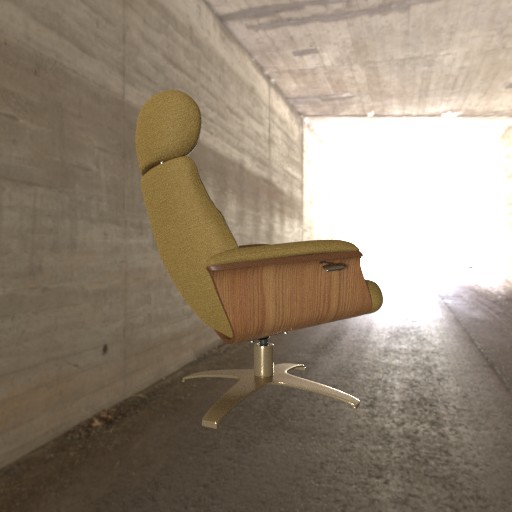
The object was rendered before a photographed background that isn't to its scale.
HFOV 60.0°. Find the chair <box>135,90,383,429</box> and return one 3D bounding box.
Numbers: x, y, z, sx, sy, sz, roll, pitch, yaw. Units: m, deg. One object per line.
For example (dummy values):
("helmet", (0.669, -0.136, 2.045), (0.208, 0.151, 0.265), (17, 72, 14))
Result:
("chair", (0.000, 0.000, 1.598), (0.837, 0.995, 0.785), (0, 0, -17))
